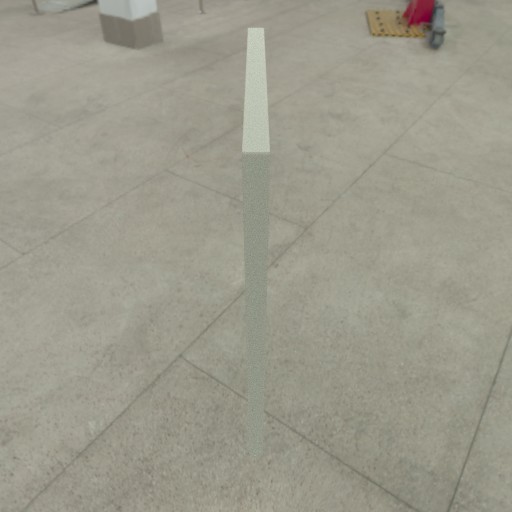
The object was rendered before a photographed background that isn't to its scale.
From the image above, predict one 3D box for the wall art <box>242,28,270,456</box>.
[{"bbox_3d":[0.000,0.000,1.132,0.038,0.914,0.610,0,41,0],"label":"wall art"}]
